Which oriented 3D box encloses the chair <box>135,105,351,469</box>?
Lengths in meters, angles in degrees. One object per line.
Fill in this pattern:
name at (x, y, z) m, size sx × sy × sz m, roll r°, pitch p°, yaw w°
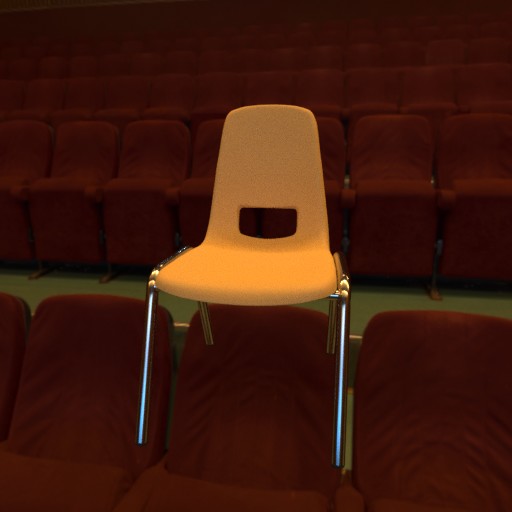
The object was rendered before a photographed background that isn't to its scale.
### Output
chair at (0.000, 0.000, 0.857) m, size 0.354 × 0.586 × 0.423 m, roll 2°, pitch 14°, yaw 9°
